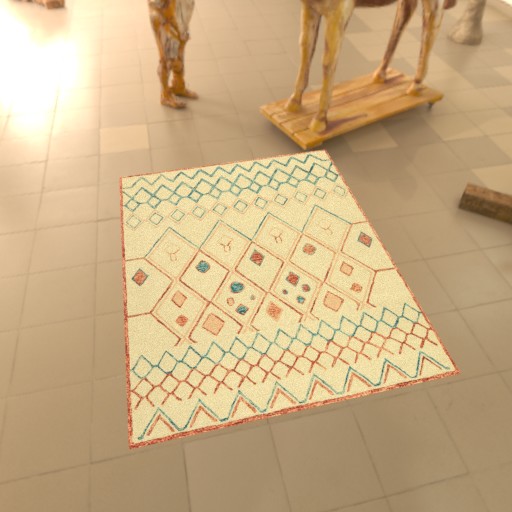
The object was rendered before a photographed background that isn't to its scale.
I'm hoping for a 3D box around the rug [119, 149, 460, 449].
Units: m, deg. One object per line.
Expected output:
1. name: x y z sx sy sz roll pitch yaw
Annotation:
1. rug: 0.000 0.000 4.146 2.441 0.016 3.050 -10 48 -9
